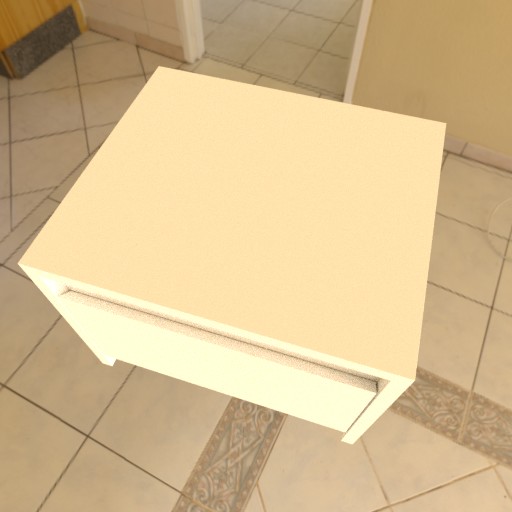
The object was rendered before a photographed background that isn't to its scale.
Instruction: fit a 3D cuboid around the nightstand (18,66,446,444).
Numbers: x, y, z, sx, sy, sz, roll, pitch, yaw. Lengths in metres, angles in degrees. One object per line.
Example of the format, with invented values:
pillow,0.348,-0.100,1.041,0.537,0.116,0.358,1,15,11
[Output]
nightstand,0.000,0.000,0.745,0.470,0.351,0.408,15,58,9
